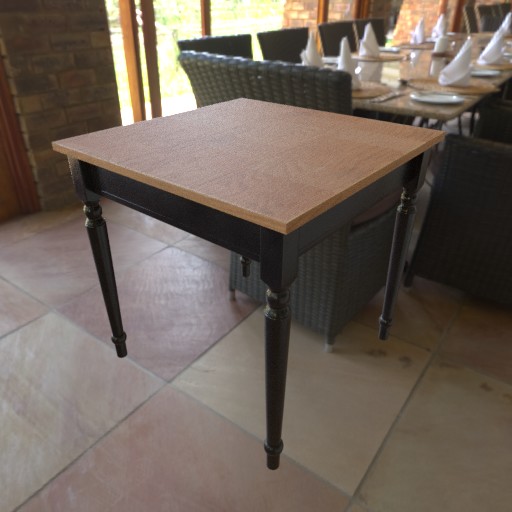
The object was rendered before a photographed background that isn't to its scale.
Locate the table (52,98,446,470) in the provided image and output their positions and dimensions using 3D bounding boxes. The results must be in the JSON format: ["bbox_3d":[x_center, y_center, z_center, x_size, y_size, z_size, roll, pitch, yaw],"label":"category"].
[{"bbox_3d":[0.000,0.000,1.368,0.747,0.738,0.747,23,37,33],"label":"table"}]
